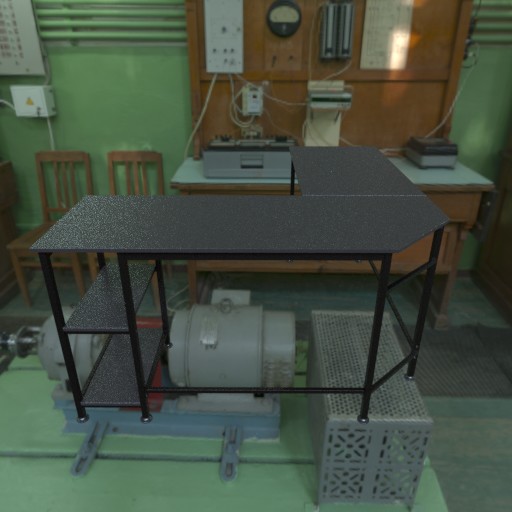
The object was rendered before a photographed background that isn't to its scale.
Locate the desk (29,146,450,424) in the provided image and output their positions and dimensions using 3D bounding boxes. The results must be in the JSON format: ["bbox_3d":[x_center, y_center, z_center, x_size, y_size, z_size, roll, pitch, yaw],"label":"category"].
[{"bbox_3d":[0.000,0.000,2.130,1.379,0.739,1.379,0,27,0],"label":"desk"}]
